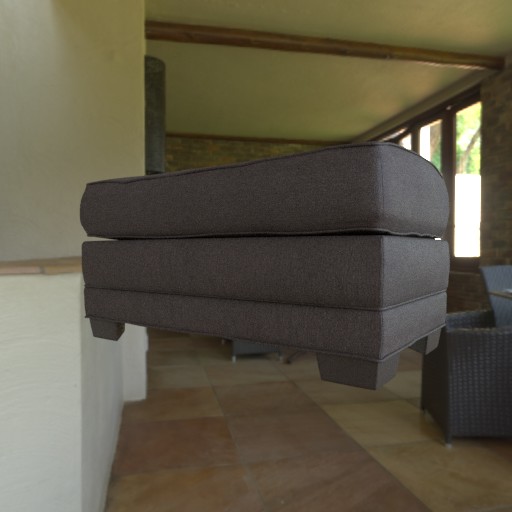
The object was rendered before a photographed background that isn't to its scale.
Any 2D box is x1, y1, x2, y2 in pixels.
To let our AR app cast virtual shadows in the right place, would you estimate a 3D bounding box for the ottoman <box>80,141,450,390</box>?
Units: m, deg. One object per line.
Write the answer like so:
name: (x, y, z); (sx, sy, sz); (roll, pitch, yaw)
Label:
ottoman: (0.000, 0.000, 1.148); (0.864, 0.448, 0.490); (1, 1, 36)
